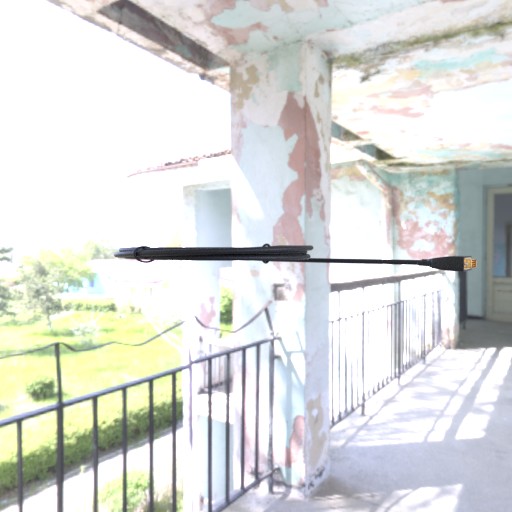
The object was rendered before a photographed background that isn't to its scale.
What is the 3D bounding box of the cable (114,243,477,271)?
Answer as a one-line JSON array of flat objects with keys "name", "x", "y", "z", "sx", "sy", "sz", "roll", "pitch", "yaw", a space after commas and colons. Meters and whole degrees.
[{"name": "cable", "x": 0.000, "y": 0.000, "z": 0.512, "sx": 0.422, "sy": 0.030, "sz": 0.257, "roll": 1, "pitch": 2, "yaw": 36}]
